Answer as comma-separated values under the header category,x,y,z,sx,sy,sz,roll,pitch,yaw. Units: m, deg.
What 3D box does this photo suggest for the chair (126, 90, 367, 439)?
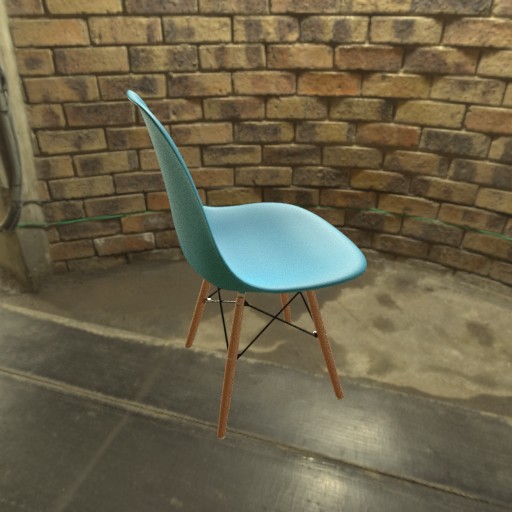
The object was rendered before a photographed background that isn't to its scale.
category,x,y,z,sx,sy,sz,roll,pitch,yaw
chair,0.000,0.000,1.145,0.531,0.826,0.470,-11,32,-18
